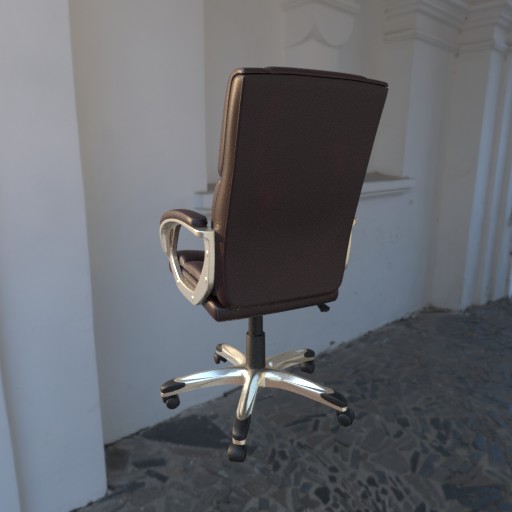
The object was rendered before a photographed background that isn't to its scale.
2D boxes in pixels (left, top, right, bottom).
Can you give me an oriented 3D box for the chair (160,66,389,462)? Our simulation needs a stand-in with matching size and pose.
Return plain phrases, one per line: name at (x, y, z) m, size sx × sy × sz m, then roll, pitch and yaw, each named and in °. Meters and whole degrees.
chair at (0.000, 0.000, 1.540) m, size 0.662 × 1.107 × 0.739 m, roll -7°, pitch 14°, yaw -27°
